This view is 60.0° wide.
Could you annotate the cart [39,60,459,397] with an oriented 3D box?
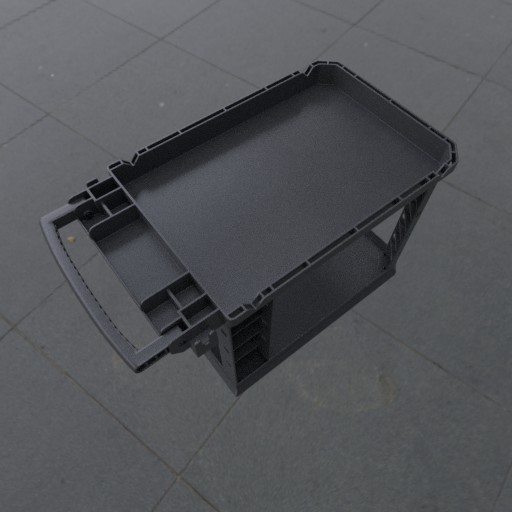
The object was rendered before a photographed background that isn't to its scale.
[{"bbox_3d":[0.000,0.000,1.744,1.239,0.884,0.674,-33,64,-19],"label":"cart"}]
